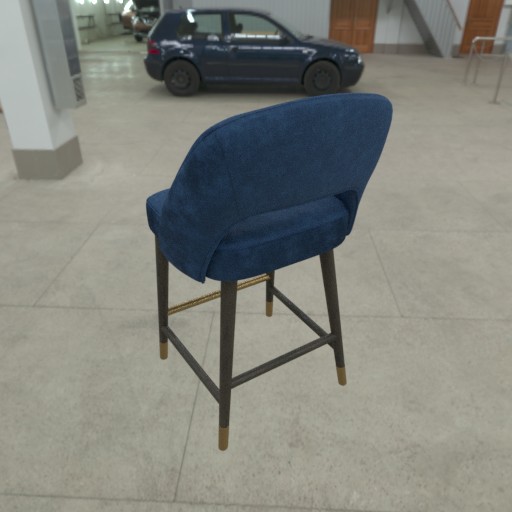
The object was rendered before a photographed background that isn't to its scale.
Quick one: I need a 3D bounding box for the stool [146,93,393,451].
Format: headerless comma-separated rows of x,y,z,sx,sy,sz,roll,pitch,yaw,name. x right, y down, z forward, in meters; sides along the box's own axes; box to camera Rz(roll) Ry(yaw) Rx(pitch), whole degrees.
0.000,0.000,1.230,0.536,0.925,0.524,-18,35,-28,stool
